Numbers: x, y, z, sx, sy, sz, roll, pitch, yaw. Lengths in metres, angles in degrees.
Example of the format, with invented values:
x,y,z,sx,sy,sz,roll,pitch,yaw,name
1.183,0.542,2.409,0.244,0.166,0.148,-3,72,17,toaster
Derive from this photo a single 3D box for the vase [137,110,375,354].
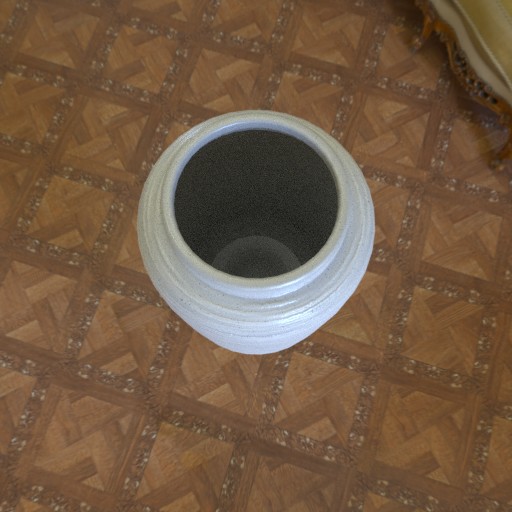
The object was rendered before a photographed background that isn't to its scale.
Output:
x,y,z,sx,sy,sz,roll,pitch,yaw,name
0.000,0.000,0.479,0.202,0.335,0.202,0,75,0,vase
